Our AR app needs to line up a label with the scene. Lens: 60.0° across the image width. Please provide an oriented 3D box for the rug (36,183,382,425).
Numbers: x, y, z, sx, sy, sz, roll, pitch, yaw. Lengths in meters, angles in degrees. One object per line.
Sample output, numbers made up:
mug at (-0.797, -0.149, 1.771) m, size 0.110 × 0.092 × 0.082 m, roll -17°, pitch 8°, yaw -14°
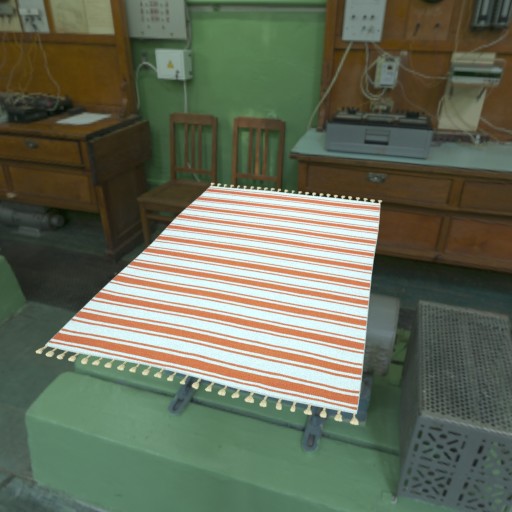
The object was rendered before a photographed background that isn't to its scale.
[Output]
rug at (0.000, 0.000, 2.985) m, size 1.556 × 0.022 × 2.433 m, roll 8°, pitch 31°, yaw 14°
